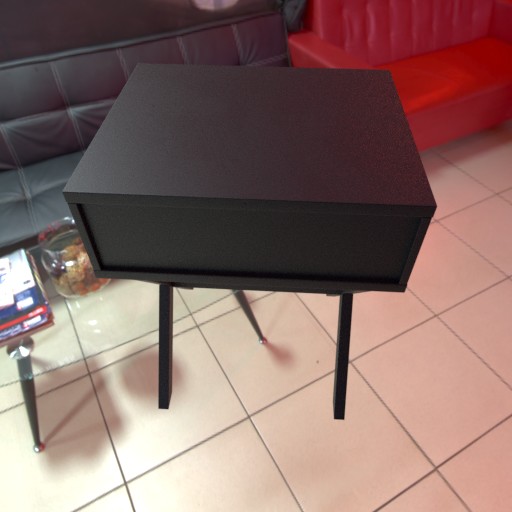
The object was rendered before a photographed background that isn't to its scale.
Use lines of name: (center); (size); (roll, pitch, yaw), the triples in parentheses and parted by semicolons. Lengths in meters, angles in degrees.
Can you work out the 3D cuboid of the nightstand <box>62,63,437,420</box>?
nightstand: (0.000, 0.000, 0.926); (0.479, 0.623, 0.402); (3, 46, 2)
